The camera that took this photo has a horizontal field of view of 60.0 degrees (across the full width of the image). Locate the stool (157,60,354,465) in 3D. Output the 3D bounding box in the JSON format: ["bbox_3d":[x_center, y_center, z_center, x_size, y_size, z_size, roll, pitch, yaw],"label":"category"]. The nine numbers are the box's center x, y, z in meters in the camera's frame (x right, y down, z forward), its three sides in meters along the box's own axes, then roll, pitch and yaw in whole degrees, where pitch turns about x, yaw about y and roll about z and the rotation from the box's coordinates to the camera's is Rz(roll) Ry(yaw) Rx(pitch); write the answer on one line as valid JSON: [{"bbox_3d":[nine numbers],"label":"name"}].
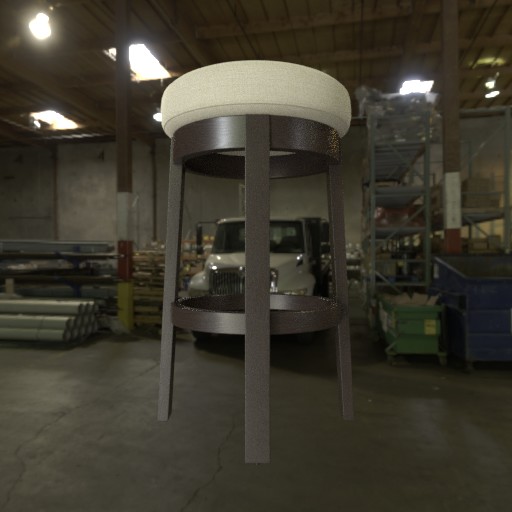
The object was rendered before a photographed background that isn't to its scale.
[{"bbox_3d":[0.000,0.000,1.022,0.446,0.758,0.446,0,1,0],"label":"stool"}]
